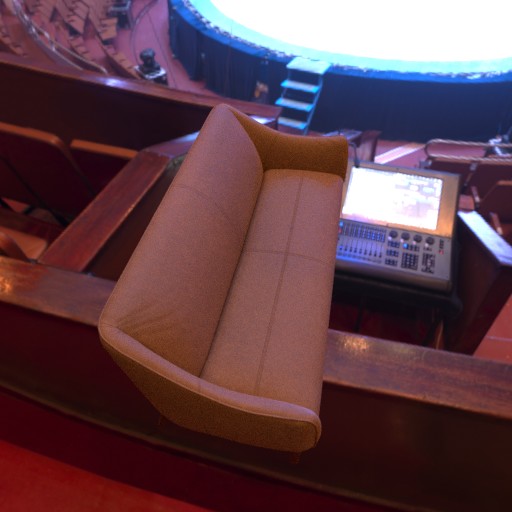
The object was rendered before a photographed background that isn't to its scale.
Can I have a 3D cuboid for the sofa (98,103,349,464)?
[{"bbox_3d":[0.000,0.000,2.388,0.869,0.830,1.928,8,47,8],"label":"sofa"}]
